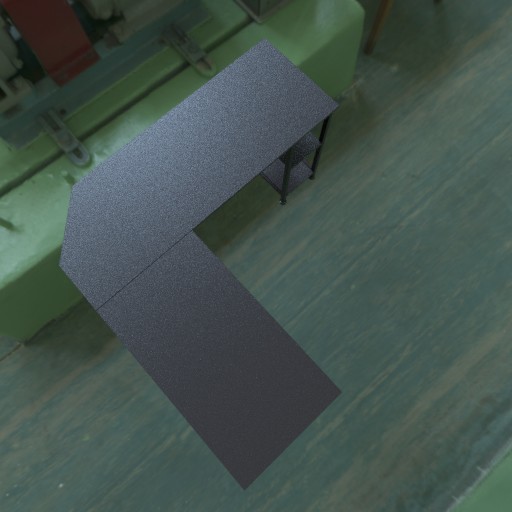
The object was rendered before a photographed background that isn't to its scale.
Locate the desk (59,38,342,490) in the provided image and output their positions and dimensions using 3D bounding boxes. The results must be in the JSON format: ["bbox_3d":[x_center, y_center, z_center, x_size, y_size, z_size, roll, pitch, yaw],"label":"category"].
[{"bbox_3d":[0.000,0.000,2.205,1.379,0.739,1.379,-42,79,-10],"label":"desk"}]
